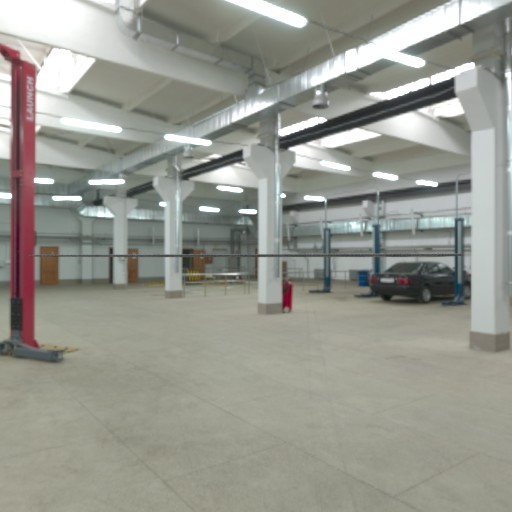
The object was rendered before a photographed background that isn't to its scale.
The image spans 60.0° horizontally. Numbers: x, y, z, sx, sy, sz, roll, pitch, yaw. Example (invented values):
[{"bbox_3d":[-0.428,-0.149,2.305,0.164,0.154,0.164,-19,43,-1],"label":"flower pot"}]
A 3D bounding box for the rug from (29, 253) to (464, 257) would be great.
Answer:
[{"bbox_3d":[0.000,0.000,3.110,2.476,0.011,1.554,0,0,18],"label":"rug"}]
